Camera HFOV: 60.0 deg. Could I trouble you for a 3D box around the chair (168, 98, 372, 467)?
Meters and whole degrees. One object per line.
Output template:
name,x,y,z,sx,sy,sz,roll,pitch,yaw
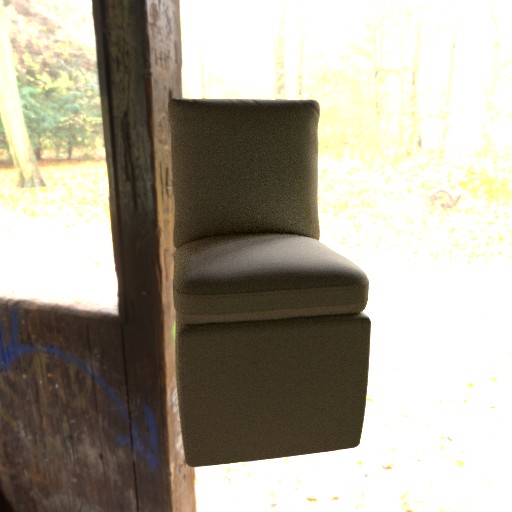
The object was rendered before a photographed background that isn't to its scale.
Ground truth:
chair,0.000,0.000,1.346,0.503,0.927,0.698,-3,16,-9
